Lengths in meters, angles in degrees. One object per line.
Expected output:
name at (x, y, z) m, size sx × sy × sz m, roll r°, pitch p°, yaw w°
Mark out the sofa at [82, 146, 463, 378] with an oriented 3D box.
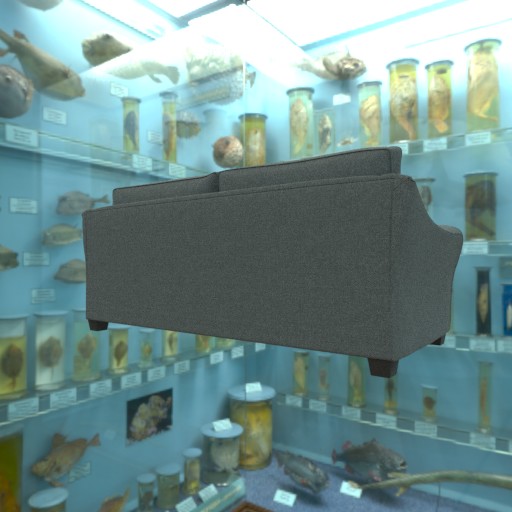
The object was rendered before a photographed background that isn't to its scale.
sofa at (0.000, 0.000, 2.719) m, size 2.203 × 0.976 × 1.013 m, roll 0°, pitch -1°, yaw 37°
